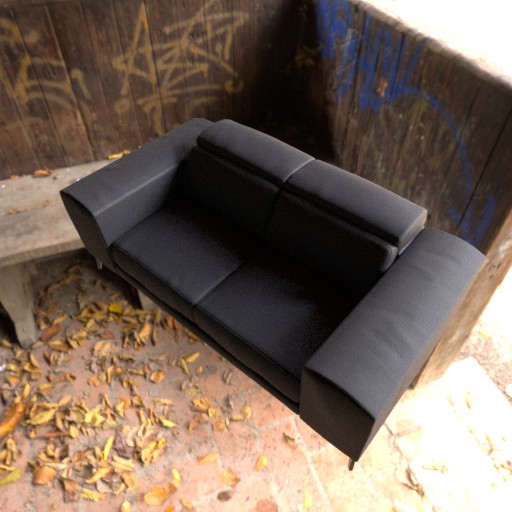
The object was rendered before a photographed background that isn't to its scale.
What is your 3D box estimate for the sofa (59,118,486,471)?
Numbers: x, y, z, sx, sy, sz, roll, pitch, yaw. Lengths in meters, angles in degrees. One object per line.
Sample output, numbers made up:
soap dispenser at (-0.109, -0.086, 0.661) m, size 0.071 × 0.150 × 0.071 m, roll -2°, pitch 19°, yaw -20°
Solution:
sofa at (0.000, 0.000, 2.299) m, size 1.895 × 0.779 × 1.003 m, roll 32°, pitch 54°, yaw 27°
